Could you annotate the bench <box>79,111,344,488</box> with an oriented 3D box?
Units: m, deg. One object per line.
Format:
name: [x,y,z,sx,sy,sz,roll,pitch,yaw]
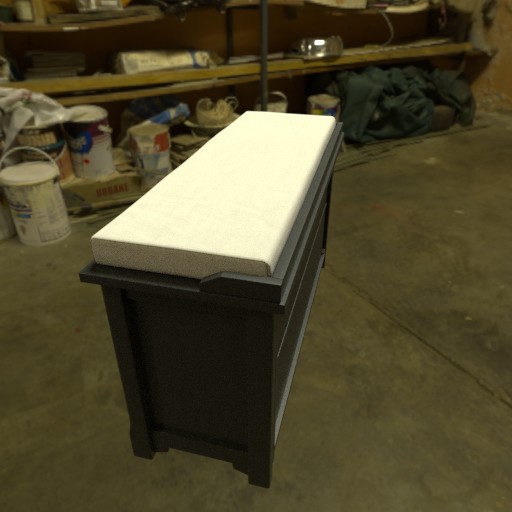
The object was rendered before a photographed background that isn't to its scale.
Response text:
bench: [0.000,0.000,1.203,0.345,0.561,0.973,8,32,13]
